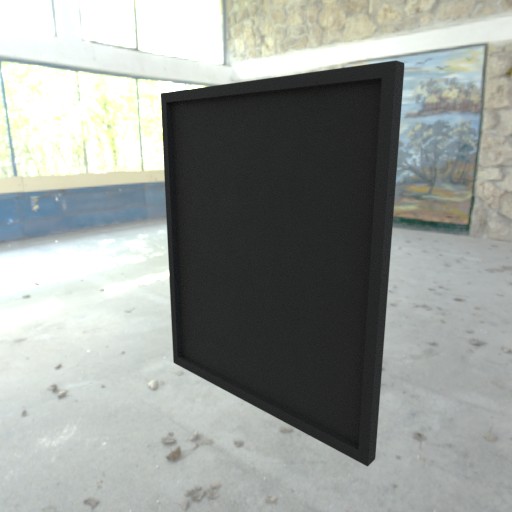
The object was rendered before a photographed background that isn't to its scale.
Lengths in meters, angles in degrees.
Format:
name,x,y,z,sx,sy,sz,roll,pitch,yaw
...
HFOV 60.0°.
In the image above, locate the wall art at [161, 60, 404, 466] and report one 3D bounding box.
name,x,y,z,sx,sy,sz,roll,pitch,yaw
wall art,0.000,0.000,0.686,0.432,0.508,0.021,13,19,42
